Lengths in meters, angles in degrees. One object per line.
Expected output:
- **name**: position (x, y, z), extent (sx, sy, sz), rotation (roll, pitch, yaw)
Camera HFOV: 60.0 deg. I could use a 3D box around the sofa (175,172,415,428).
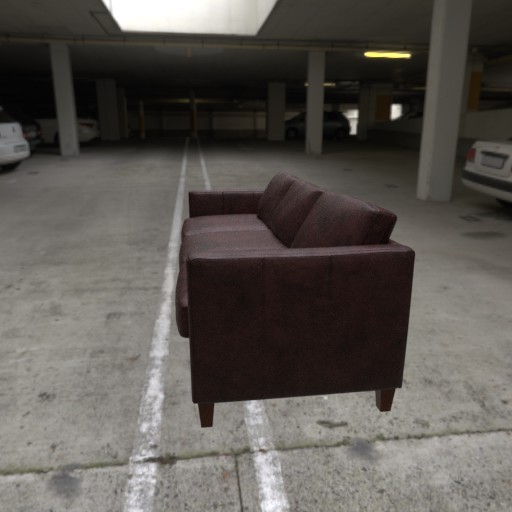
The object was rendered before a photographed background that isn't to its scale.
- **sofa**: position (0.000, 0.000, 3.054), extent (1.045, 1.006, 2.464), rotation (-2, 15, -8)
